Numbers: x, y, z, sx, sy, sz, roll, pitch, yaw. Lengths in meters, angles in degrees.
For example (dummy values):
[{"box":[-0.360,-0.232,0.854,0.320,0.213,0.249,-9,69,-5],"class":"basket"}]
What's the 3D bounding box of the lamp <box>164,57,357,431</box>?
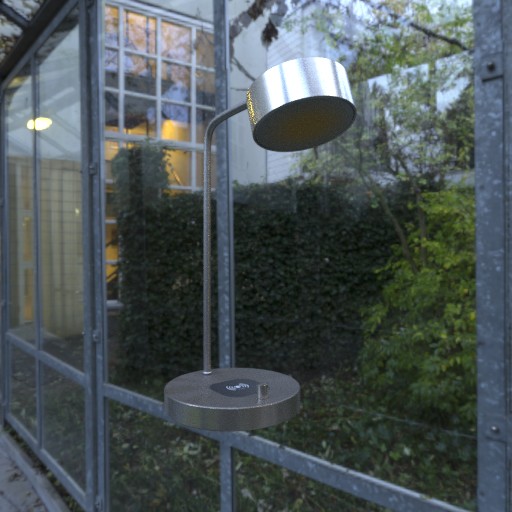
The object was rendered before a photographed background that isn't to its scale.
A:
[{"box":[0.000,0.000,0.646,0.211,0.469,0.334,0,0,-37],"class":"lamp"}]
